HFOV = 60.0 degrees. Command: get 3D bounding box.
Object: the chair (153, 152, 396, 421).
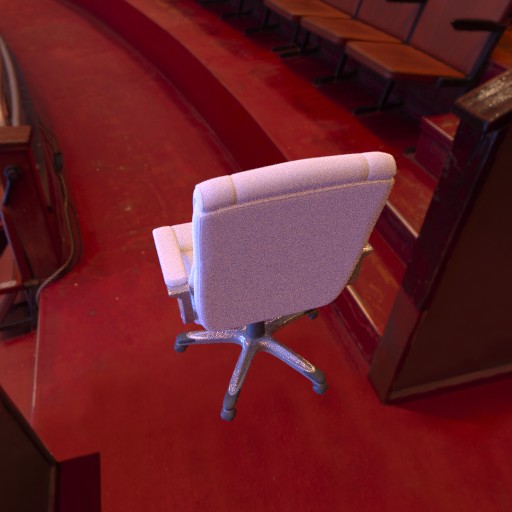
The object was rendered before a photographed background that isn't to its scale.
[{"bbox_3d":[0.000,0.000,1.584,0.687,1.120,0.738,-12,43,-13],"label":"chair"}]
